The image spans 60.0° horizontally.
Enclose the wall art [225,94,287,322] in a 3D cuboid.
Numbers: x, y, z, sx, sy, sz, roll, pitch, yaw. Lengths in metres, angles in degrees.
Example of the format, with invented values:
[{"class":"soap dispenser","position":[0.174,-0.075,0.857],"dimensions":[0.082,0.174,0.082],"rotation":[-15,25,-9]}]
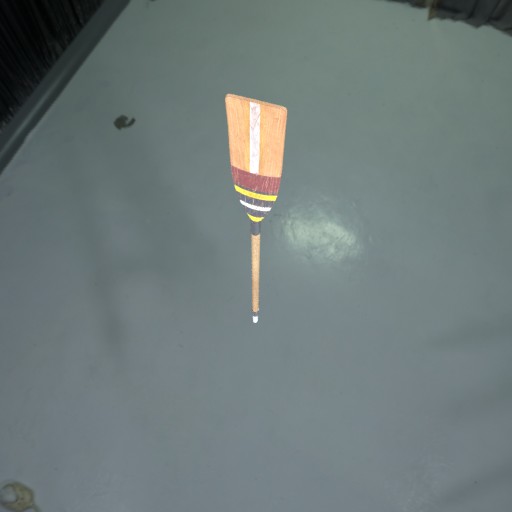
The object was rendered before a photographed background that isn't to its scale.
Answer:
[{"class":"wall art","position":[0.000,0.000,1.695],"dimensions":[0.146,1.556,0.038],"rotation":[16,64,8]}]
